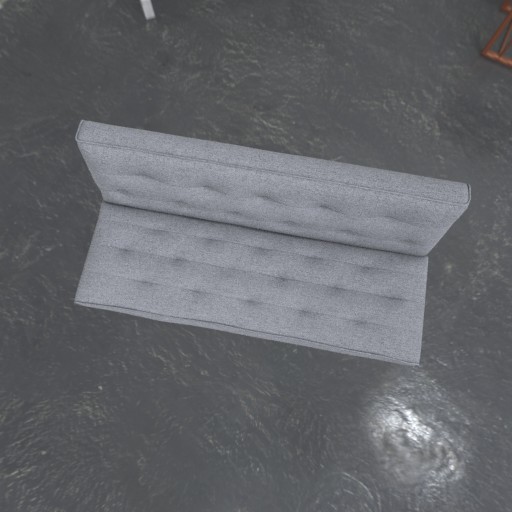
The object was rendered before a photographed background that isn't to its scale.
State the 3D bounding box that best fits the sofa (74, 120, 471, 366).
[{"bbox_3d":[0.000,0.000,2.296,1.820,0.830,0.810,10,75,3],"label":"sofa"}]
